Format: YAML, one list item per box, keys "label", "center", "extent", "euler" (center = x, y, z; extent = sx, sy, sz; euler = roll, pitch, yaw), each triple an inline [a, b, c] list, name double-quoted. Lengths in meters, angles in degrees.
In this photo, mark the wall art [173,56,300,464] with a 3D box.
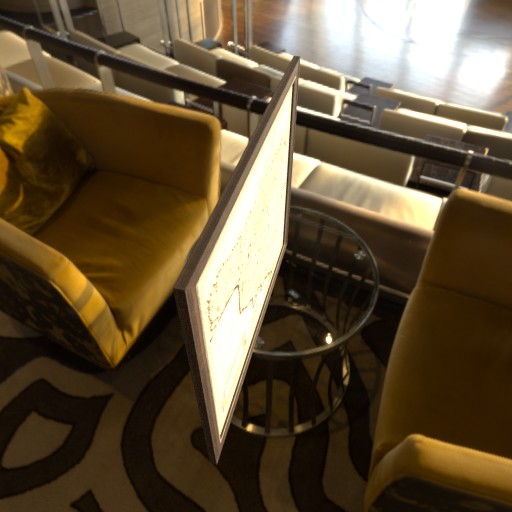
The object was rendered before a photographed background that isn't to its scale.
- label: "wall art"
  center: [0.000, 0.000, 1.441]
  extent: [0.023, 0.875, 1.033]
  euler: [11, 47, 10]
